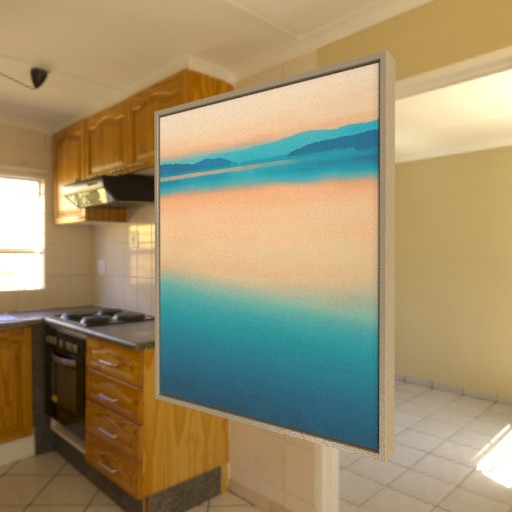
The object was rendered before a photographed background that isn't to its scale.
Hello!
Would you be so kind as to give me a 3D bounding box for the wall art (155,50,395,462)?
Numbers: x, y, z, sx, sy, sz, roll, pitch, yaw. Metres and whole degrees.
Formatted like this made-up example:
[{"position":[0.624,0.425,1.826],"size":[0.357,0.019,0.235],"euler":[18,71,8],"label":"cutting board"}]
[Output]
[{"position":[0.000,0.000,0.740],"size":[0.453,0.554,0.037],"euler":[0,1,35],"label":"wall art"}]
